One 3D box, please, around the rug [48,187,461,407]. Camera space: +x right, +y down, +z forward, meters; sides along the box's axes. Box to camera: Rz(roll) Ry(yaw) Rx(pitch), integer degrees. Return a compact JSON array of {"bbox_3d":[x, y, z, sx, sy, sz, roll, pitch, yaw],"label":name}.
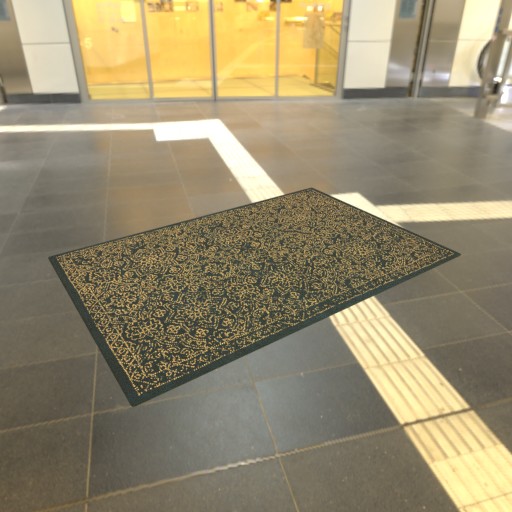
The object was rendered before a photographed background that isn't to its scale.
[{"bbox_3d":[0.000,0.000,2.351,1.829,0.010,1.219,-19,34,-30],"label":"rug"}]
